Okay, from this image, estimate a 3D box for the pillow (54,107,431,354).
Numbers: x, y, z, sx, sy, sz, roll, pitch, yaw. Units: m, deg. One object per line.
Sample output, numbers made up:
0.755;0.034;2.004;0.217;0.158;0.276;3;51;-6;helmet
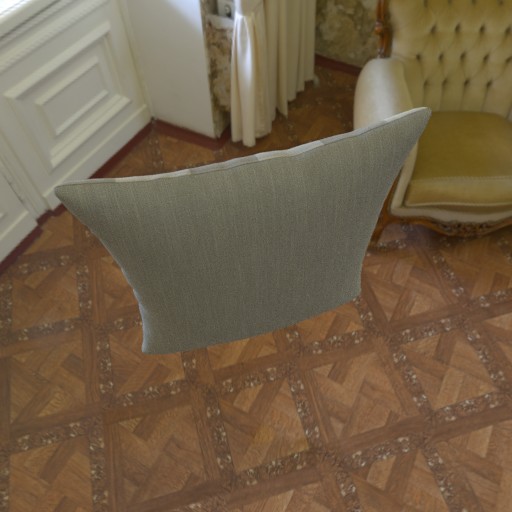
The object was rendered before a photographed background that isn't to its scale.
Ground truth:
0.000;0.000;0.782;0.511;0.509;0.161;-14;57;-10;pillow
